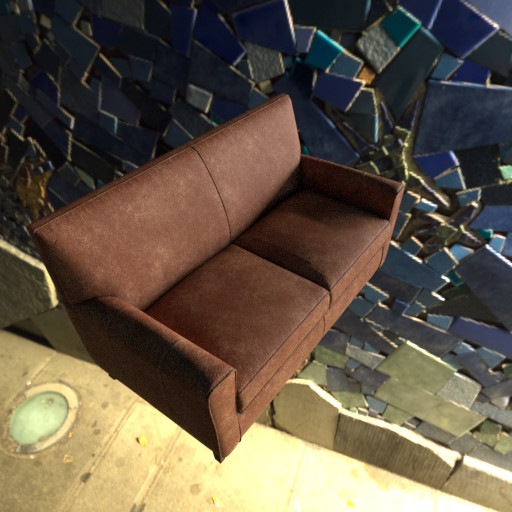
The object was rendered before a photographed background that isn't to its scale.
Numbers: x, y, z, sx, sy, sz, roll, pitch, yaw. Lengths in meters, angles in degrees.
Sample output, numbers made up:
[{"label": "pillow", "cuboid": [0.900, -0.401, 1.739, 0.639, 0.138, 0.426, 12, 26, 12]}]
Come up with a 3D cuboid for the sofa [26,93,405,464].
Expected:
[{"label": "sofa", "cuboid": [0.000, 0.000, 1.986, 0.787, 0.871, 1.473, 26, 47, 27]}]
